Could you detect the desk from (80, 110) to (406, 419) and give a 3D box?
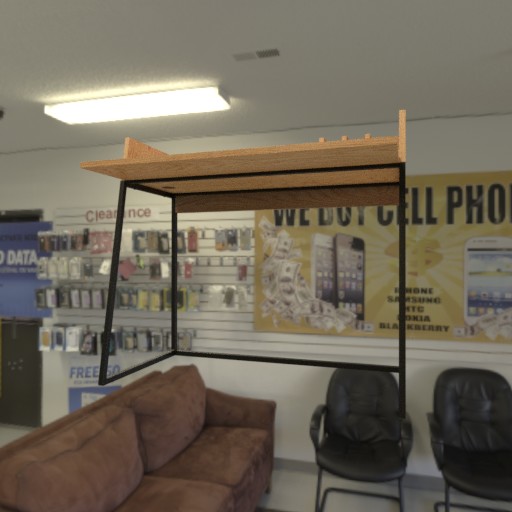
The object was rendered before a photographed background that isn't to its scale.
[{"bbox_3d":[0.000,0.000,1.861,1.191,1.061,0.769,0,0,19],"label":"desk"}]
